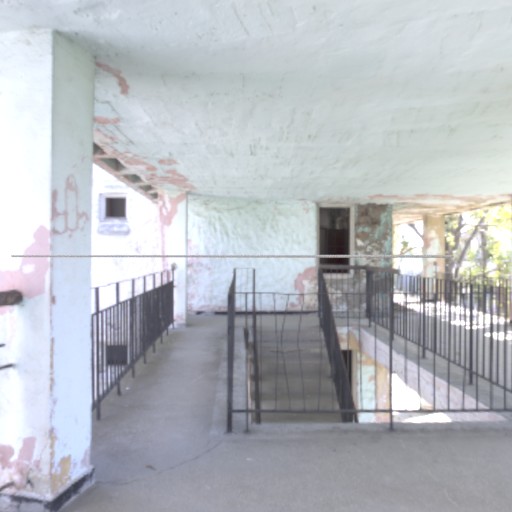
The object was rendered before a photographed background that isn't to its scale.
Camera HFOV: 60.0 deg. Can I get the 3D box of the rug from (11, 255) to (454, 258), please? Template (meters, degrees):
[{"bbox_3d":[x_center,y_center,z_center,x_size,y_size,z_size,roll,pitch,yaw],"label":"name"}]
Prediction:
[{"bbox_3d":[0.000,0.000,3.971,3.050,0.015,2.441,0,0,19],"label":"rug"}]
